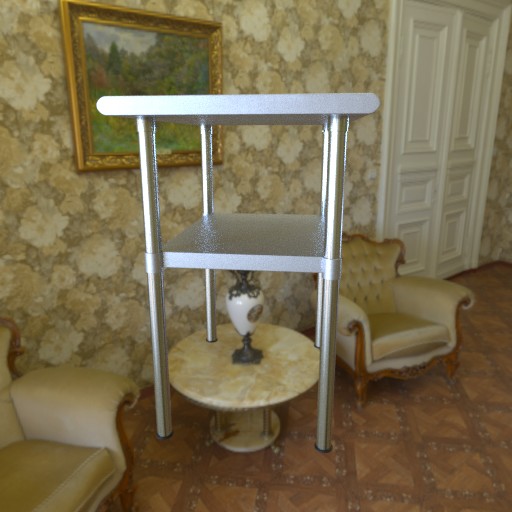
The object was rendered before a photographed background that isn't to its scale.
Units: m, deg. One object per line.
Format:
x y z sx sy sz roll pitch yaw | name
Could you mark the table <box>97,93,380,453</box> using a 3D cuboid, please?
0.000 0.000 1.374 0.584 0.876 0.762 2 15 7 | table
